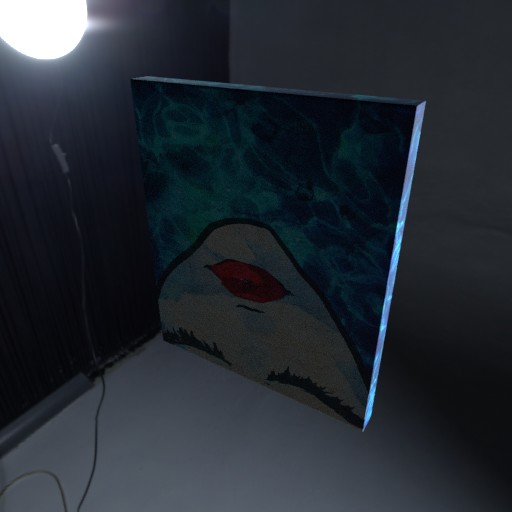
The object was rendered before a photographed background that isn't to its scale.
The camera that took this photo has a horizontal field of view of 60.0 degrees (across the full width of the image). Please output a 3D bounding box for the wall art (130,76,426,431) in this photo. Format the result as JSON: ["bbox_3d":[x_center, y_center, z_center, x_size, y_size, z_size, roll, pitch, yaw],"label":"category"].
[{"bbox_3d":[0.000,0.000,0.711,0.432,0.508,0.038,17,33,28],"label":"wall art"}]
